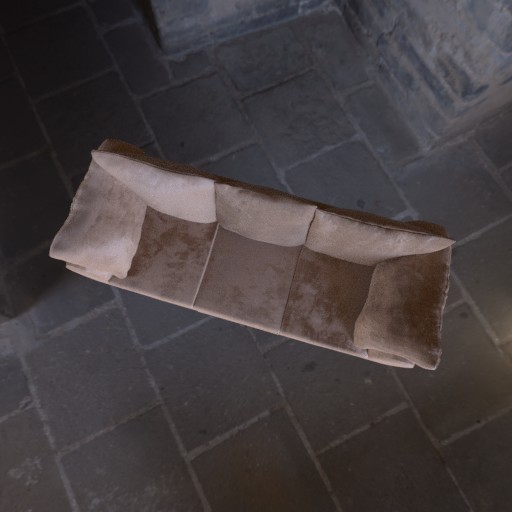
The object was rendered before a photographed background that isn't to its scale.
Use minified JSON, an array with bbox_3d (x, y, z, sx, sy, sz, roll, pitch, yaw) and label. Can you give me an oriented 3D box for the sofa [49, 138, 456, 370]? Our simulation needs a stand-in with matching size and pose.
[{"bbox_3d":[0.000,0.000,2.939,2.377,0.981,0.893,16,76,4],"label":"sofa"}]
